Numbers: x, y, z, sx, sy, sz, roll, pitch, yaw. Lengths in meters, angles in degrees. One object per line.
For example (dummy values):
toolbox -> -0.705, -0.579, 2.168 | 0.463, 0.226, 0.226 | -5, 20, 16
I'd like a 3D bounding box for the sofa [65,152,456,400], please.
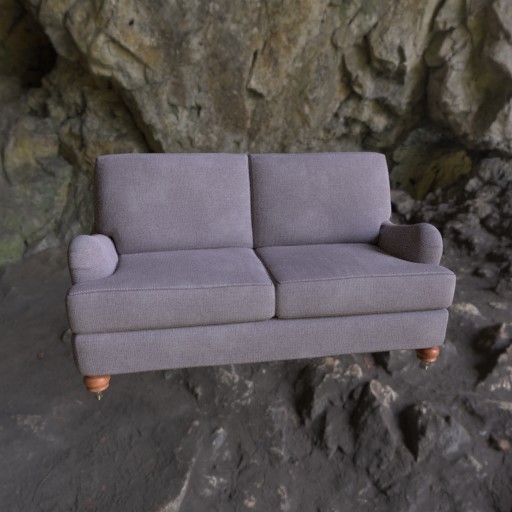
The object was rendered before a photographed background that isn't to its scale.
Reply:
sofa -> 0.000, 0.000, 2.471 | 1.853, 1.101, 1.084 | -3, 16, -9
